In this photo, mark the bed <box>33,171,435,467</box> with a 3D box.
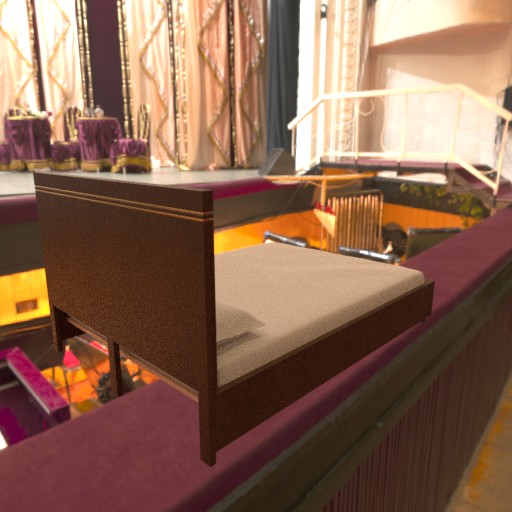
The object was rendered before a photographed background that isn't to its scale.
[{"bbox_3d":[0.000,0.000,3.057,1.613,1.169,2.221,13,19,42],"label":"bed"}]
